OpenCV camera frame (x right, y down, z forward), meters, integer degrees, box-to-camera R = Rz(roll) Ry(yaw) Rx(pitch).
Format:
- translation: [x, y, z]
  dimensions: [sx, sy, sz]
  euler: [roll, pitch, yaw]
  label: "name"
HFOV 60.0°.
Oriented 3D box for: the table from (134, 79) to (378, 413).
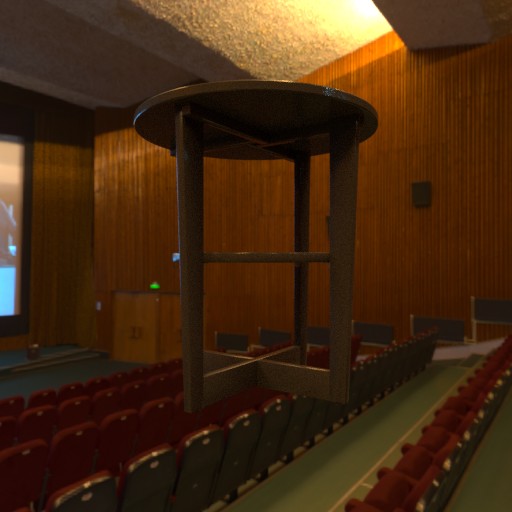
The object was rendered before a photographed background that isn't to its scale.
- translation: [0.000, 0.000, 0.939]
  dimensions: [0.500, 0.550, 0.500]
  euler: [0, 0, 0]
  label: "table"
